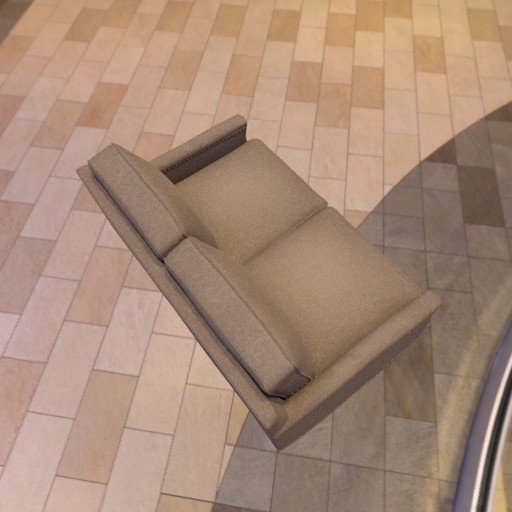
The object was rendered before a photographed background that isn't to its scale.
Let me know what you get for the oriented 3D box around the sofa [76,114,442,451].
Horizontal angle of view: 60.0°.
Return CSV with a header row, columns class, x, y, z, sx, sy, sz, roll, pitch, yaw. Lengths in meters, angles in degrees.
class,x,y,z,sx,sy,sz,roll,pitch,yaw
sofa,0.000,0.000,2.296,1.084,1.003,1.597,-33,64,-19
